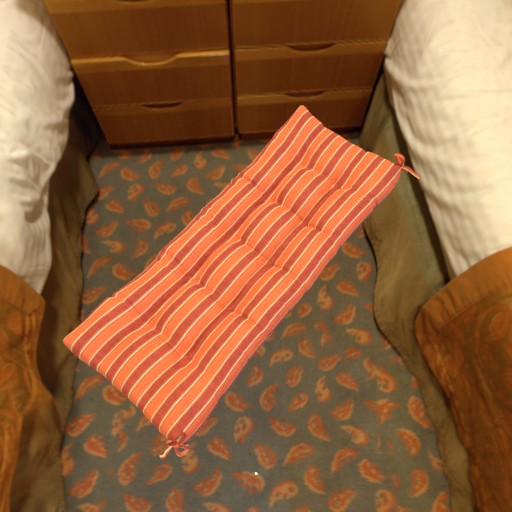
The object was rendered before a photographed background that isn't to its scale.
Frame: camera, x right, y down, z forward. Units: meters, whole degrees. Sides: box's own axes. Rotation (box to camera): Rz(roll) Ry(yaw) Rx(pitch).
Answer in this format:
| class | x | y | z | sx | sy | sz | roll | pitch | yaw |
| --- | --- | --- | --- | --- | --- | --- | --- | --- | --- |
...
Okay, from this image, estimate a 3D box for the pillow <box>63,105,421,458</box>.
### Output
| class | x | y | z | sx | sy | sz | roll | pitch | yaw |
| --- | --- | --- | --- | --- | --- | --- | --- | --- | --- |
| pillow | 0.000 | 0.000 | 1.370 | 0.511 | 0.174 | 1.194 | 36 | 69 | 16 |
